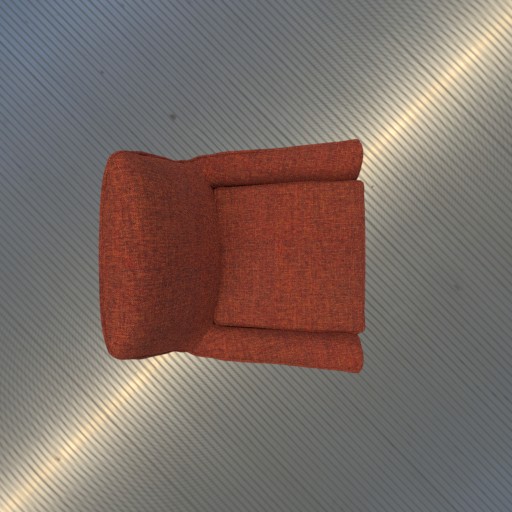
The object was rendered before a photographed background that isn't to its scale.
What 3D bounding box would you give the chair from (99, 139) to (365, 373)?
[{"bbox_3d":[0.000,0.000,1.543,0.784,0.911,0.803,0,90,1],"label":"chair"}]
